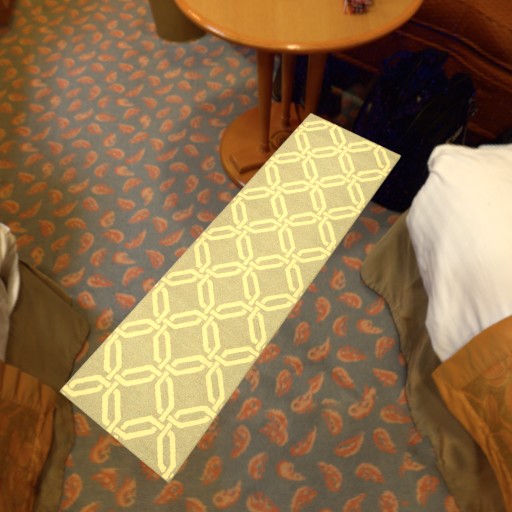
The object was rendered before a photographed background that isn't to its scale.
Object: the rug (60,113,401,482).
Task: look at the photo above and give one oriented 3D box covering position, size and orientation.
[{"bbox_3d":[0.000,0.000,2.464,0.678,0.014,2.276,31,65,17],"label":"rug"}]
